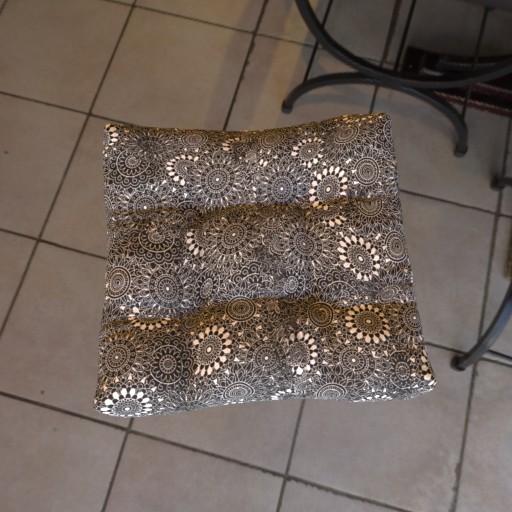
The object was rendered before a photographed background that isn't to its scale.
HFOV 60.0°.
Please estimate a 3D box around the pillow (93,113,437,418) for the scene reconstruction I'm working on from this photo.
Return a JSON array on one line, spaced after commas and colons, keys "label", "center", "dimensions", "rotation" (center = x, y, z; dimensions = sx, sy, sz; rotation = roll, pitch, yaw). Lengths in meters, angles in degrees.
[{"label": "pillow", "center": [0.000, 0.000, 0.715], "dimensions": [0.490, 0.128, 0.468], "rotation": [-3, 75, -1]}]
